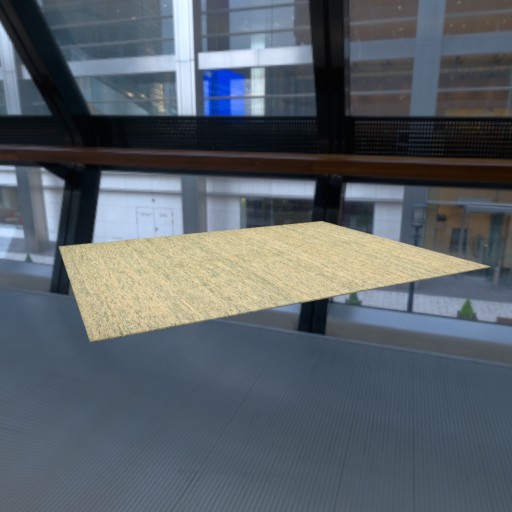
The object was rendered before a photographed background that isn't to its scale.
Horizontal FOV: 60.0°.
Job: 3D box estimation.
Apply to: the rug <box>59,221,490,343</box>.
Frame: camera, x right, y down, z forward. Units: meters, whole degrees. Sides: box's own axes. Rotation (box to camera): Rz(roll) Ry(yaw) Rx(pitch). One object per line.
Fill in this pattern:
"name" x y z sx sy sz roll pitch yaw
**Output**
"rug" 0.000 0.000 4.093 3.201 0.014 2.437 -7 16 -26
